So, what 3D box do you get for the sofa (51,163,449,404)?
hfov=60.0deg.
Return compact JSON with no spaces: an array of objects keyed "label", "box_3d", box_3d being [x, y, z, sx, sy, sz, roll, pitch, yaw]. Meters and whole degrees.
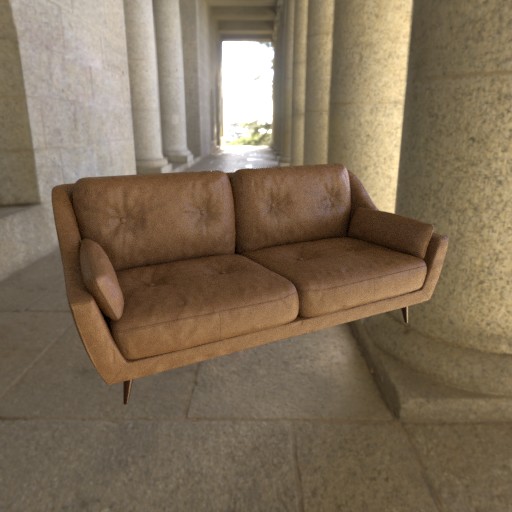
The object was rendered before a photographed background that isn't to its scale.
[{"label":"sofa","box_3d":[0.000,0.000,2.314,1.902,0.839,0.904,-9,19,-27]}]
